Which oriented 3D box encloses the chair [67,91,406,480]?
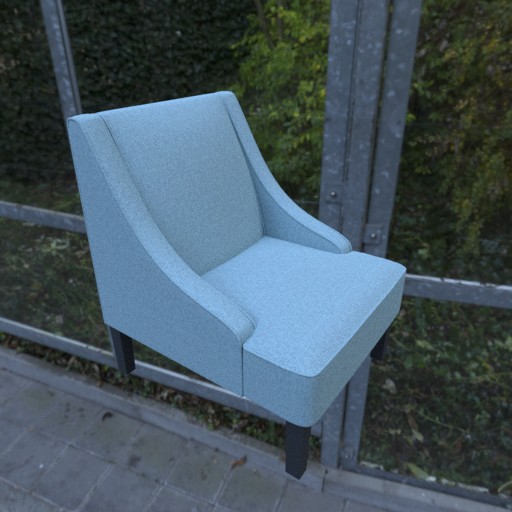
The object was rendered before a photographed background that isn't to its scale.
[{"bbox_3d":[0.000,0.000,1.820,1.025,1.133,0.857,18,32,31],"label":"chair"}]
